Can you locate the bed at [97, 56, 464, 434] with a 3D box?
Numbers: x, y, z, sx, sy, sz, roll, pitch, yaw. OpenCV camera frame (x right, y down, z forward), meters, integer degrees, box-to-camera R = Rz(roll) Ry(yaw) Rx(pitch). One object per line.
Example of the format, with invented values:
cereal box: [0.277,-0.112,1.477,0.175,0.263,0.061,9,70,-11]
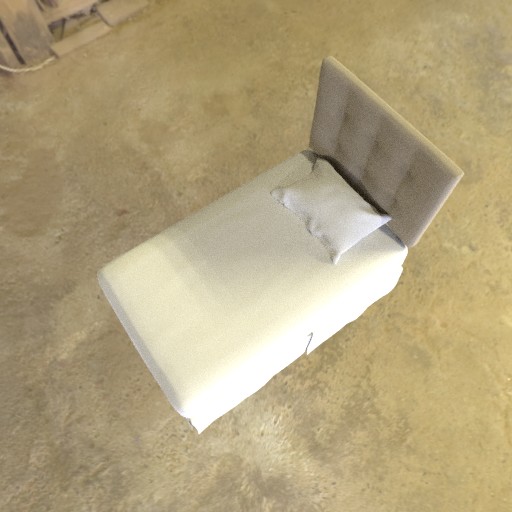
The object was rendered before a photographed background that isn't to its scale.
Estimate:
bed: [0.000,0.000,3.025,1.997,1.571,1.261,-32,68,-15]
